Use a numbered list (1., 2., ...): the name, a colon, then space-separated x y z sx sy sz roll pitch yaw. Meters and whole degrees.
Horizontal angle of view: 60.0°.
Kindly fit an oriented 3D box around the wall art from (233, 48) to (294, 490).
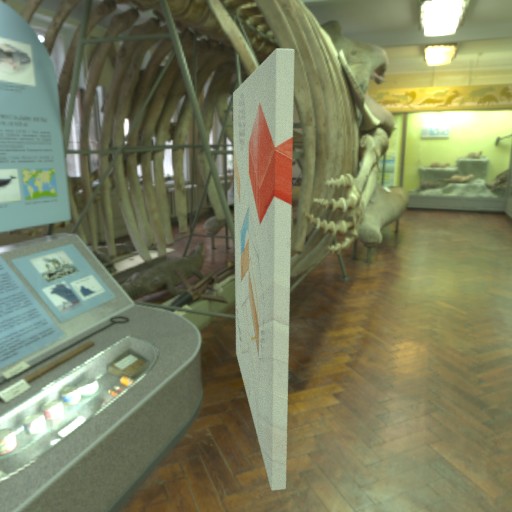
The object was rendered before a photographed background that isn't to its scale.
1. wall art: 0.000 0.000 1.342 0.045 1.014 0.759 -2 14 -9
